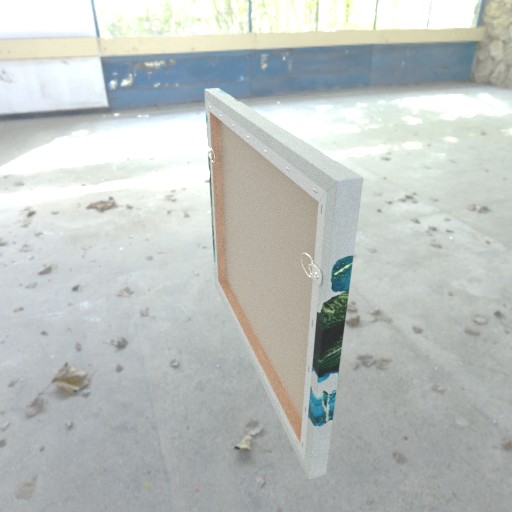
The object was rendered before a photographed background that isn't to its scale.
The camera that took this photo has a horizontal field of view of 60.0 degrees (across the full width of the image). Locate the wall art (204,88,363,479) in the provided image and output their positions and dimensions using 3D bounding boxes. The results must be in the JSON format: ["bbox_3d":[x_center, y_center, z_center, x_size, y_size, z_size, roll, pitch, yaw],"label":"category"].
[{"bbox_3d":[0.000,0.000,1.003,0.043,0.610,0.711,-10,31,-17],"label":"wall art"}]
